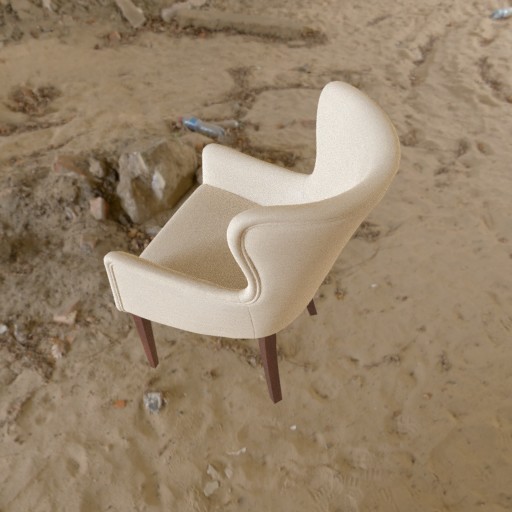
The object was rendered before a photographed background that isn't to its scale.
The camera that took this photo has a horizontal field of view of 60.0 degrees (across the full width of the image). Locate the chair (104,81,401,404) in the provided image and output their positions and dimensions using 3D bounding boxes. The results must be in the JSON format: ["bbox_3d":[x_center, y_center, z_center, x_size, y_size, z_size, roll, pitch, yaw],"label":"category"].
[{"bbox_3d":[0.000,0.000,1.499,0.744,0.990,0.696,17,49,16],"label":"chair"}]
